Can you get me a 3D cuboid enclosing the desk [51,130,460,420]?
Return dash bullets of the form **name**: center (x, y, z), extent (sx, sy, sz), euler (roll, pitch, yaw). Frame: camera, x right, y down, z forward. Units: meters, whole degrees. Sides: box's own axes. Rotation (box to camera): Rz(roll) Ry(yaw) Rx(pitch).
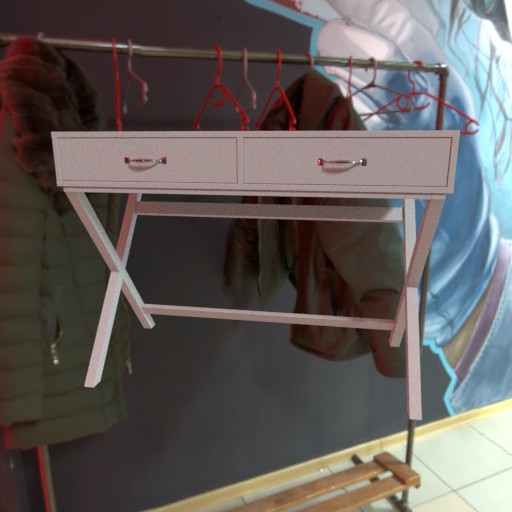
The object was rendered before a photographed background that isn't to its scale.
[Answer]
- **desk**: center (0.000, 0.000, 1.456), extent (1.057, 0.780, 0.525), euler (3, 15, 10)
